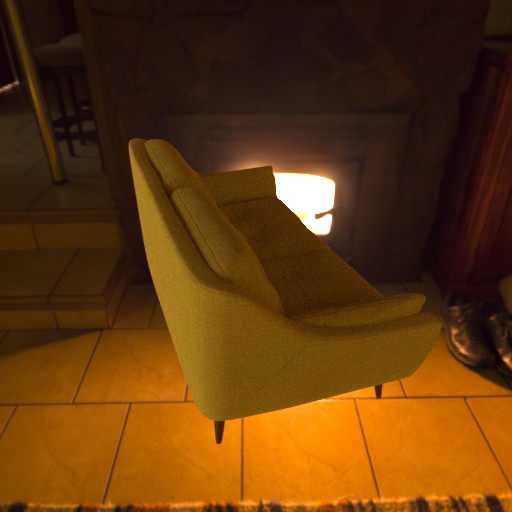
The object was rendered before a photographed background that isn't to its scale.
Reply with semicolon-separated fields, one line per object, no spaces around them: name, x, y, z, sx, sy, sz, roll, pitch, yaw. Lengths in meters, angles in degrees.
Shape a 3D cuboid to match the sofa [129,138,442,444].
sofa;0.000;0.000;2.205;0.965;0.888;1.652;-11;33;-18
